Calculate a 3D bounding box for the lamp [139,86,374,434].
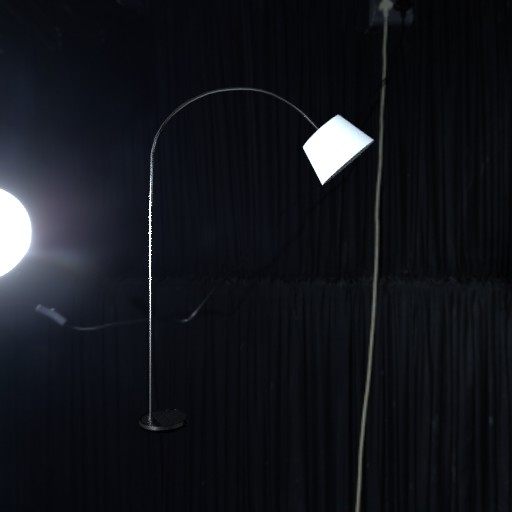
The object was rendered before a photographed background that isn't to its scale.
[{"bbox_3d":[0.000,0.000,2.748,1.445,2.098,0.406,0,0,1],"label":"lamp"}]
